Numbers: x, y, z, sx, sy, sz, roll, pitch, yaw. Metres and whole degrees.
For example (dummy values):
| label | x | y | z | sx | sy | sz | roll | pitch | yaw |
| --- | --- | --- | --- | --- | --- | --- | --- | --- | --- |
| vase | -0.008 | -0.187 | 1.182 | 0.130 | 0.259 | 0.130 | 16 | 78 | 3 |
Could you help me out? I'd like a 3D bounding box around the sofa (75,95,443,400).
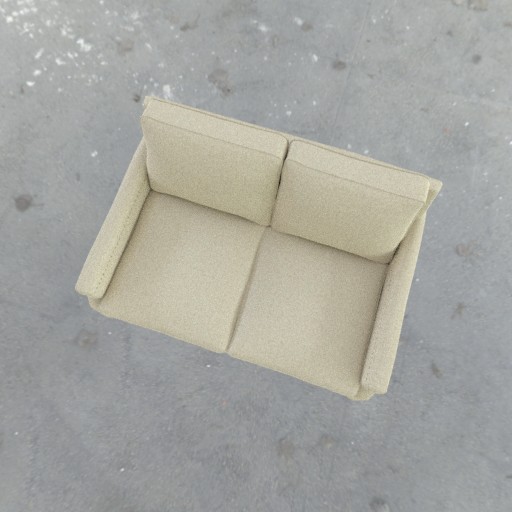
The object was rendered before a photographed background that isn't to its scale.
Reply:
| label | x | y | z | sx | sy | sz | roll | pitch | yaw |
| --- | --- | --- | --- | --- | --- | --- | --- | --- | --- |
| sofa | 0.000 | 0.000 | 2.349 | 1.597 | 1.003 | 1.084 | 18 | 76 | 5 |
